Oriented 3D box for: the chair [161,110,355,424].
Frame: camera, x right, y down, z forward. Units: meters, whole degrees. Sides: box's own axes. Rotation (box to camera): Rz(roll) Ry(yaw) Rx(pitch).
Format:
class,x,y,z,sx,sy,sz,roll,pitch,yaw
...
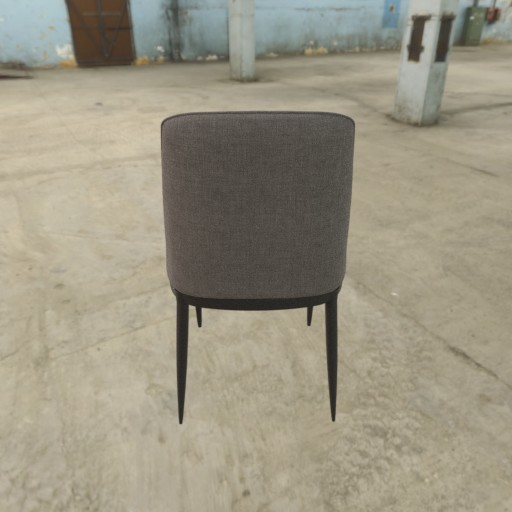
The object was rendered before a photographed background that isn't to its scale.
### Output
class,x,y,z,sx,sy,sz,roll,pitch,yaw
chair,0.000,0.000,1.209,0.488,0.855,0.550,-1,28,-1
